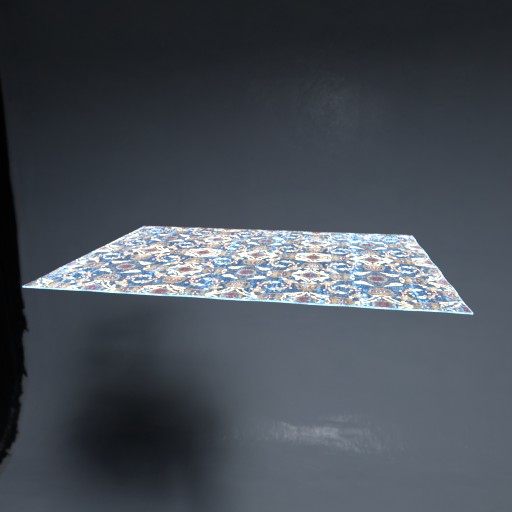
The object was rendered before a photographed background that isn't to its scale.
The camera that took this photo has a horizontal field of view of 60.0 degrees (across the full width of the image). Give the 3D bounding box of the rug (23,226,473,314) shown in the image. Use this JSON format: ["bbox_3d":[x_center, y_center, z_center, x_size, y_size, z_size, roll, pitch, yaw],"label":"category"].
[{"bbox_3d":[0.000,0.000,2.876,2.207,0.014,1.567,3,16,9],"label":"rug"}]
